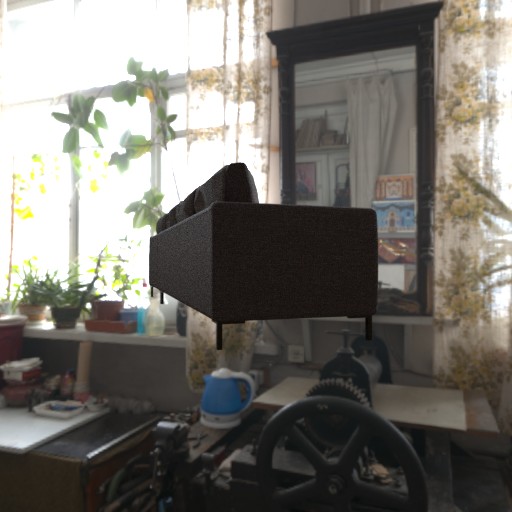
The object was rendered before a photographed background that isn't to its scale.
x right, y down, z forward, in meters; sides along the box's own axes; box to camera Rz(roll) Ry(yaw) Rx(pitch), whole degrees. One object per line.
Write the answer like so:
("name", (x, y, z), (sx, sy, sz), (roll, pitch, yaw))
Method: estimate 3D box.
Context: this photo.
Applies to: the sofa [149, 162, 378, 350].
("sofa", (0.000, 0.000, 3.711), (1.483, 0.892, 3.221), (0, -1, -19))
